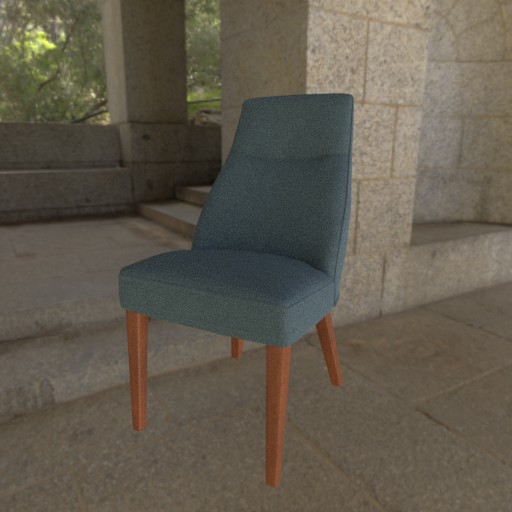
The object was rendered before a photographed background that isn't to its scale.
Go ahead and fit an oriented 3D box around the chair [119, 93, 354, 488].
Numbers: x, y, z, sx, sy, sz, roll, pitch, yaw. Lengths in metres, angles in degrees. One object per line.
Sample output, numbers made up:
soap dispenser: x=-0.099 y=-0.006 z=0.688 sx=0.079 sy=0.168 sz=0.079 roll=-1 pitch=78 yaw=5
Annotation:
chair: x=0.000 y=0.000 z=1.288 sx=0.500 sy=0.930 sz=0.620 roll=8 pitch=17 yaw=28
